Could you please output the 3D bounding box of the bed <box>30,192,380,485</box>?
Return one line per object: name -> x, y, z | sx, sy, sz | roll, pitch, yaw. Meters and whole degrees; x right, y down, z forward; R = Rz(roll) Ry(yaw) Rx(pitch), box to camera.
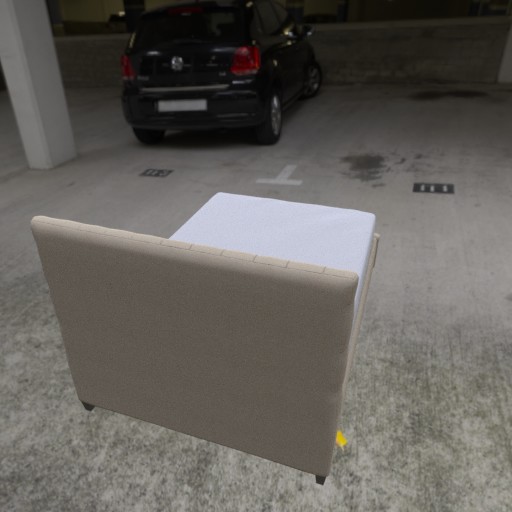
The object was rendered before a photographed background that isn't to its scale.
bed -> 0.000, 0.000, 3.347 | 1.698, 1.427, 2.387 | 10, 32, 16
